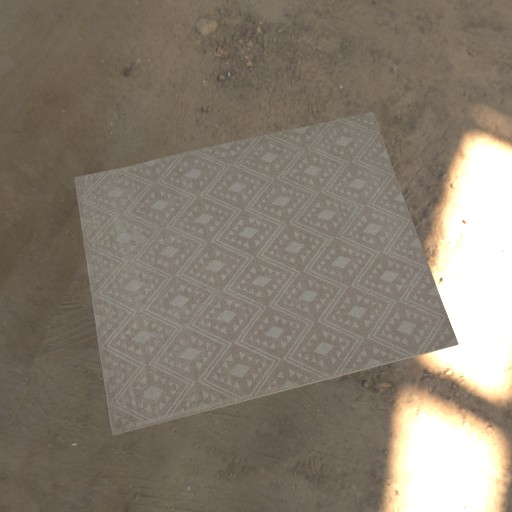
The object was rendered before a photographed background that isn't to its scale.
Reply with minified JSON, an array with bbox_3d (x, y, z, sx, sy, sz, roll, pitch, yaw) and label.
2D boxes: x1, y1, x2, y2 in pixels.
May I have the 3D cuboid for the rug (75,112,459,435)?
[{"bbox_3d":[0.000,0.000,4.047,3.011,0.054,2.399,-13,74,-4],"label":"rug"}]
